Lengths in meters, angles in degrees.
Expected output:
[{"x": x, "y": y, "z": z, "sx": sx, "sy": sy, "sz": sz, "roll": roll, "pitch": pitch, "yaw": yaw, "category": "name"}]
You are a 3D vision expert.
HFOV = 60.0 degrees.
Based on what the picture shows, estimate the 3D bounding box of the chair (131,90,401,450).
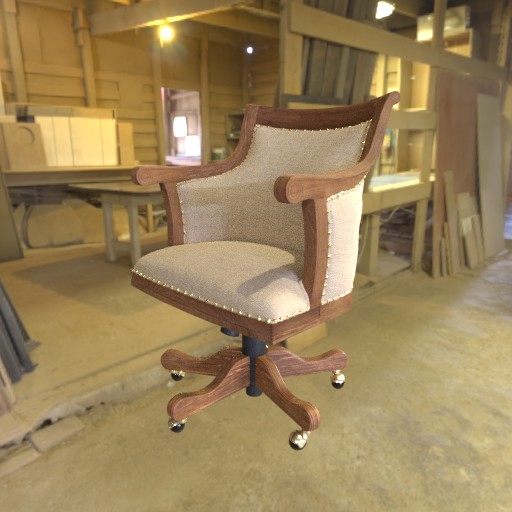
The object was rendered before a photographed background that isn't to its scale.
[{"x": 0.000, "y": 0.000, "z": 1.382, "sx": 0.656, "sy": 0.965, "sz": 0.689, "roll": 14, "pitch": 20, "yaw": 43, "category": "chair"}]
